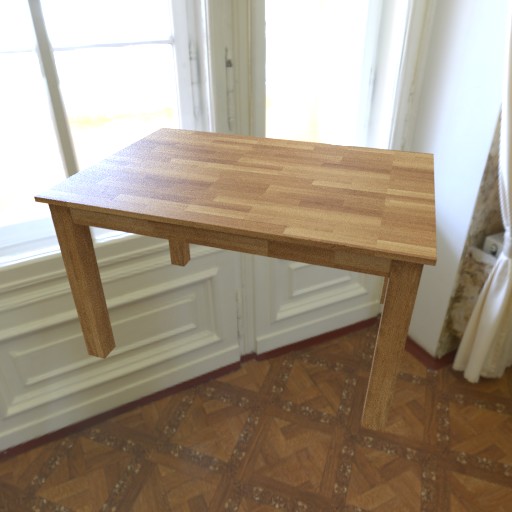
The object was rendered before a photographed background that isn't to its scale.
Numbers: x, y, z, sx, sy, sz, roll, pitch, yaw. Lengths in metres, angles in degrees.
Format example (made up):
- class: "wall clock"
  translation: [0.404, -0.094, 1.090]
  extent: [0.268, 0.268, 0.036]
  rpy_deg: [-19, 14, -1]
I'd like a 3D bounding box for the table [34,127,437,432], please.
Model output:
- class: "table"
  translation: [0.000, 0.000, 1.899]
  extent: [1.300, 0.750, 0.900]
  rpy_deg: [10, 33, 16]
